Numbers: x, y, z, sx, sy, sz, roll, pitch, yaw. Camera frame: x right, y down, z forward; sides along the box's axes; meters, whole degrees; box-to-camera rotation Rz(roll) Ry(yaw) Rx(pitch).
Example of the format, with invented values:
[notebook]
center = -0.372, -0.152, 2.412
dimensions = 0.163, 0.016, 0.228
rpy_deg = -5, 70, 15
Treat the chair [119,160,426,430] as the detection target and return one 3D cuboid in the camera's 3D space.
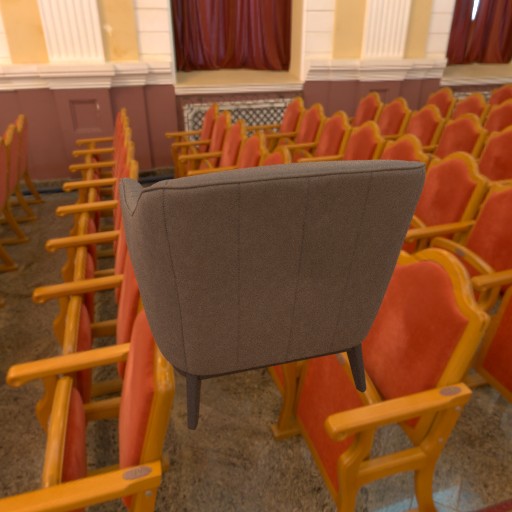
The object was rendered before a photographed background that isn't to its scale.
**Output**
[chair]
center = 0.000, 0.000, 1.541
dimensions = 0.871, 0.830, 0.852
rpy_deg = -7, 27, -14
